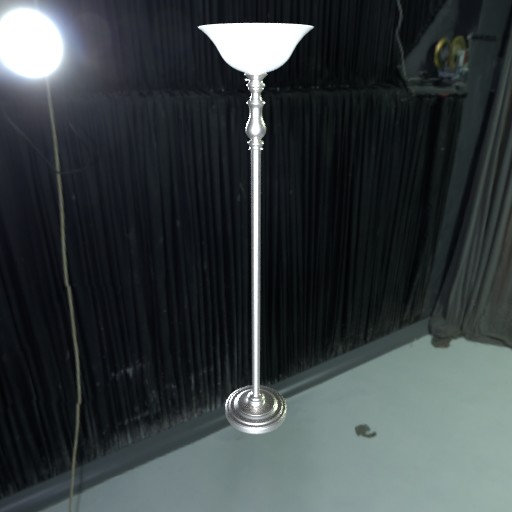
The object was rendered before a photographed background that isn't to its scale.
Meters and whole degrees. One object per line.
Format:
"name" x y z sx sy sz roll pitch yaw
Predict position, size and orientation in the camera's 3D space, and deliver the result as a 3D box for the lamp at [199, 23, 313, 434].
"lamp" 0.000 0.000 1.928 0.405 1.771 0.405 -17 29 -33
